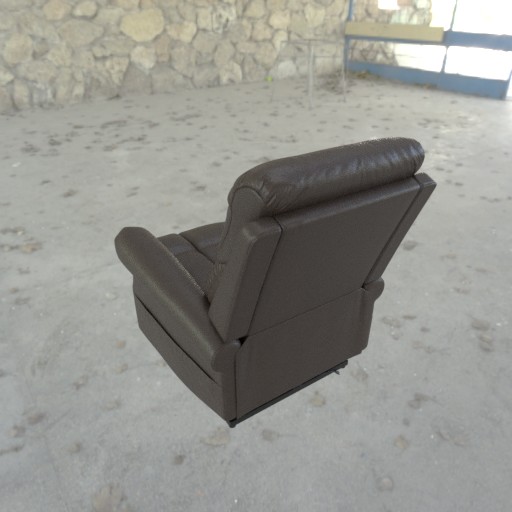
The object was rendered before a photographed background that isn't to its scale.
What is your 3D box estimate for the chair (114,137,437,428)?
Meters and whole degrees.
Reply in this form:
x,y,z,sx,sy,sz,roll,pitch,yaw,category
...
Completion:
x,y,z,sx,sy,sz,roll,pitch,yaw,category
0.000,0.000,1.706,0.869,1.028,0.978,-18,34,-29,chair
